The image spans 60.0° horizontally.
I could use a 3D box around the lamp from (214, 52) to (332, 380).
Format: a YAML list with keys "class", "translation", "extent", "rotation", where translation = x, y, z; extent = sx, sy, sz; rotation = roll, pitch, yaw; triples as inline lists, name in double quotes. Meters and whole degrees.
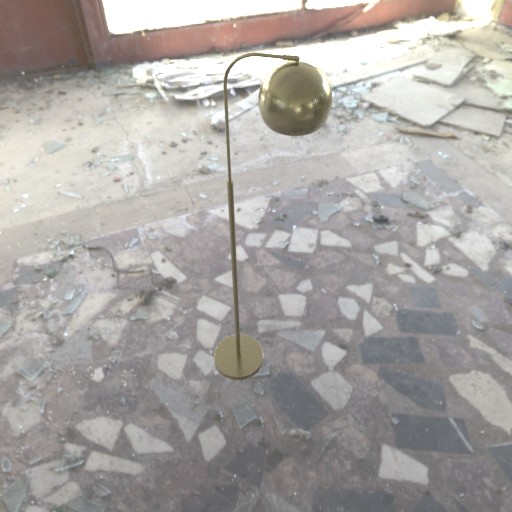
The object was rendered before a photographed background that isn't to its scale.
- class: "lamp"
  translation: [0.000, 0.000, 1.712]
  extent: [0.431, 1.526, 0.250]
  rotation: [10, 46, 10]
